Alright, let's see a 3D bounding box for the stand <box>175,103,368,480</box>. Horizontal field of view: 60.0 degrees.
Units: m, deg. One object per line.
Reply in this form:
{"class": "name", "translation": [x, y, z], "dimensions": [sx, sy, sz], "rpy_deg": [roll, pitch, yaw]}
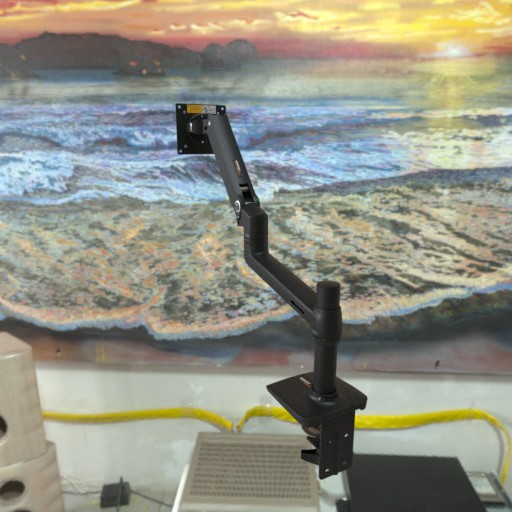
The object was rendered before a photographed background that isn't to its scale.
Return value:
{"class": "stand", "translation": [0.000, 0.000, 1.024], "dimensions": [0.152, 0.713, 0.650], "rpy_deg": [-7, 16, -27]}
